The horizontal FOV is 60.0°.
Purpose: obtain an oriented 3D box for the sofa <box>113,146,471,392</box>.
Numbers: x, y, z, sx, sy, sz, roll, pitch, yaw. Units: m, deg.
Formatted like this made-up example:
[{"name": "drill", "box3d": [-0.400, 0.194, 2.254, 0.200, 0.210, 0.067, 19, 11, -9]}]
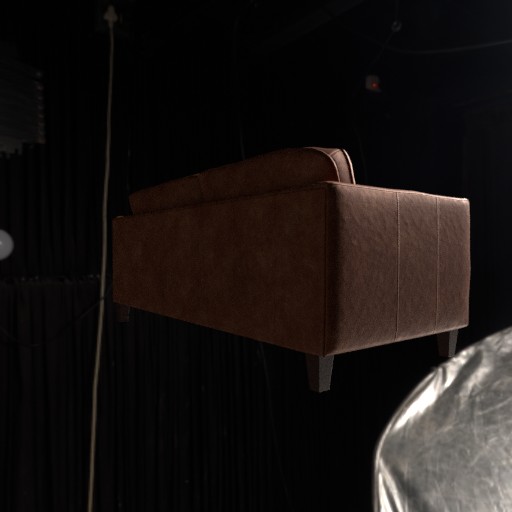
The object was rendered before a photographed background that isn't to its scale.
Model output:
[{"name": "sofa", "box3d": [0.000, 0.000, 2.431, 0.923, 0.863, 1.971, -1, 1, -37]}]
